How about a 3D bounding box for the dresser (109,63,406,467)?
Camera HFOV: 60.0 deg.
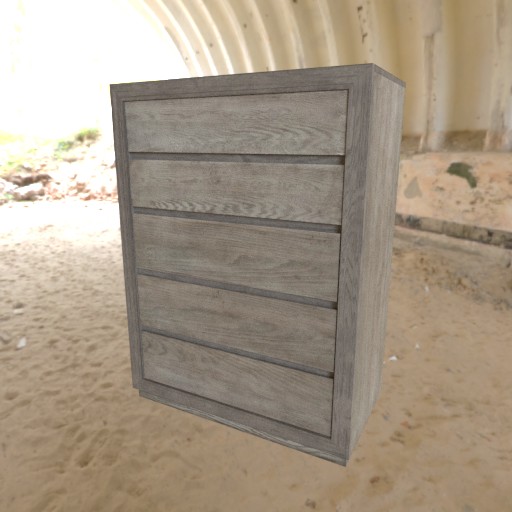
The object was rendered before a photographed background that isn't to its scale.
[{"bbox_3d":[0.000,0.000,1.773,0.967,1.295,0.483,8,16,27],"label":"dresser"}]
